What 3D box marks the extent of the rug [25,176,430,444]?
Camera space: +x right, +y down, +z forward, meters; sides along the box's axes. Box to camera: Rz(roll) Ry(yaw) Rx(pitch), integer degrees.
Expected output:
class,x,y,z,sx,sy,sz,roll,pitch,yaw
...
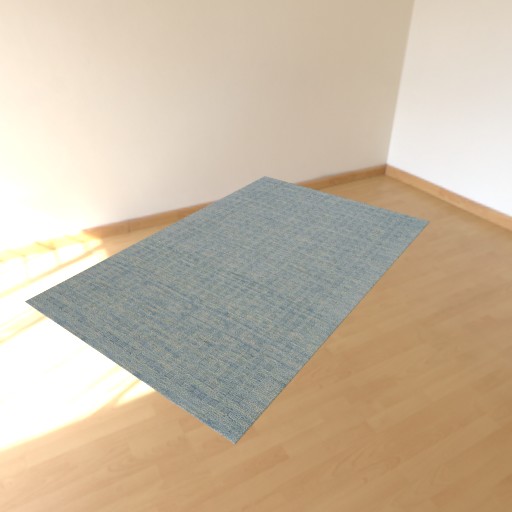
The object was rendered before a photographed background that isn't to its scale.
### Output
class,x,y,z,sx,sy,sz,roll,pitch,yaw
rug,0.000,0.000,2.187,1.142,0.006,1.752,21,38,30
